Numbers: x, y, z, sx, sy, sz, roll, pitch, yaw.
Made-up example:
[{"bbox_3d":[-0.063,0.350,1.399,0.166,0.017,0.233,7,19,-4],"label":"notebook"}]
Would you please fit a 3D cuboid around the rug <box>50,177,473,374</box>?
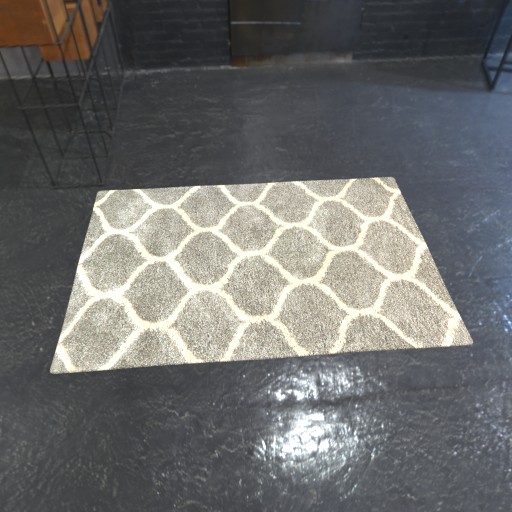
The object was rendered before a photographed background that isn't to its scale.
[{"bbox_3d":[0.000,0.000,3.425,2.701,0.026,1.801,-3,47,-3],"label":"rug"}]
